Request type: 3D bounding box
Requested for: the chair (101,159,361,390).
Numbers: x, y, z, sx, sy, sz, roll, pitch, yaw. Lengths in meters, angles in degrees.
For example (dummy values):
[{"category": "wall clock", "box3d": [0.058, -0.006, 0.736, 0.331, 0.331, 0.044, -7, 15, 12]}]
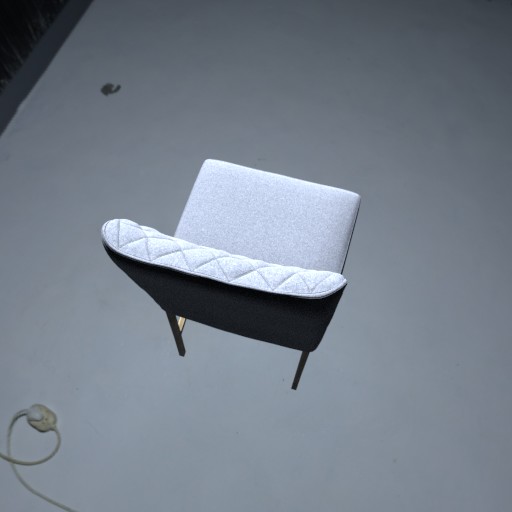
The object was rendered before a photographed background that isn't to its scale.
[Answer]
[{"category": "chair", "box3d": [0.000, 0.000, 1.261, 0.508, 0.889, 0.587, 15, 64, 7]}]
